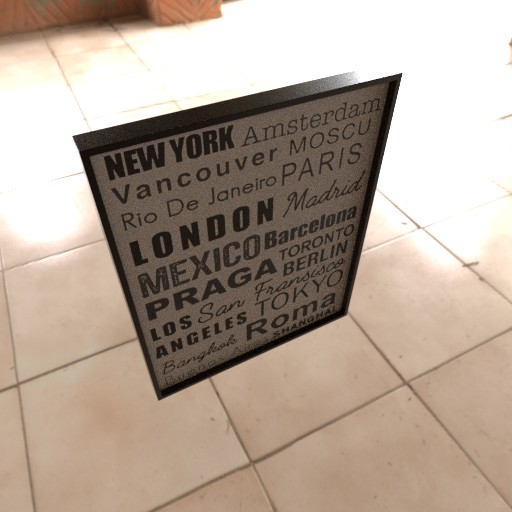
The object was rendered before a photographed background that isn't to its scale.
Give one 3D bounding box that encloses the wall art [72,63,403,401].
[{"bbox_3d":[0.000,0.000,0.753,0.448,0.551,0.038,-20,48,-19],"label":"wall art"}]
